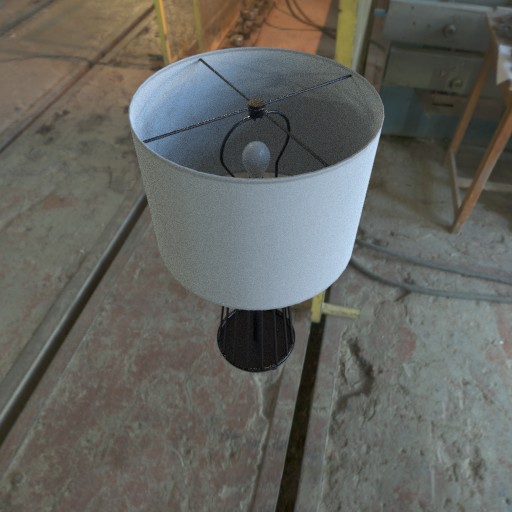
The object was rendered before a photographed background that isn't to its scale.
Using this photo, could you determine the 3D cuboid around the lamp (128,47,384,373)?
[{"bbox_3d":[0.000,0.000,0.786,0.322,0.593,0.322,-25,53,-21],"label":"lamp"}]
